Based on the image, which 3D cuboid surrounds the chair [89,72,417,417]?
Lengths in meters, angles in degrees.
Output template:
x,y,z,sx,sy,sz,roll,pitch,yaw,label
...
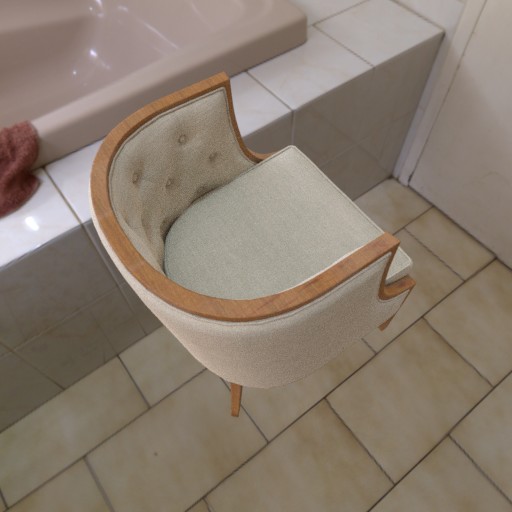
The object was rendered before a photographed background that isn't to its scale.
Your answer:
x,y,z,sx,sy,sz,roll,pitch,yaw,label
0.000,0.000,1.353,0.757,0.775,0.711,-31,63,-17,chair
